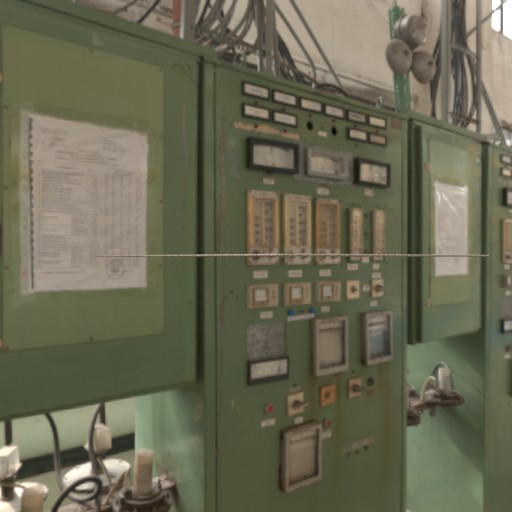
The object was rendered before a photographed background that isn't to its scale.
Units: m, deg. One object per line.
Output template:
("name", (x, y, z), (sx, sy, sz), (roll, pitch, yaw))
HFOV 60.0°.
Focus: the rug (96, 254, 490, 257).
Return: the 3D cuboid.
("rug", (0.000, 0.000, 3.085), (1.549, 0.010, 2.464), (0, 0, -35))
